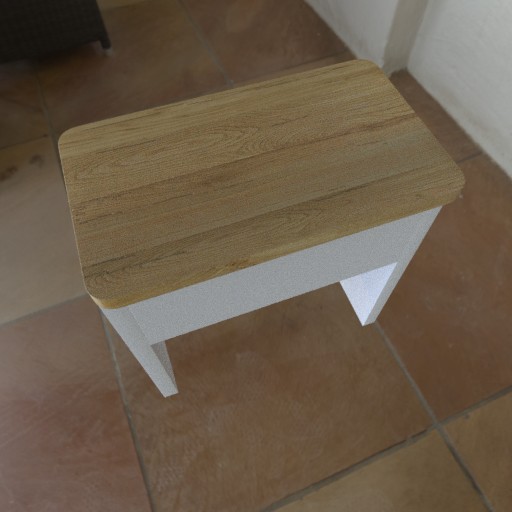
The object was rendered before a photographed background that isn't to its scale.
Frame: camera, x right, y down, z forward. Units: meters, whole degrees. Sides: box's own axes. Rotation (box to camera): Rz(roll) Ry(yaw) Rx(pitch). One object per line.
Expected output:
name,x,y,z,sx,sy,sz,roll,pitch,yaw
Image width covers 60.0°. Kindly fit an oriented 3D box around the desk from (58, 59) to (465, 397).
desk,0.000,0.000,1.256,0.760,0.790,0.440,-17,61,-10
